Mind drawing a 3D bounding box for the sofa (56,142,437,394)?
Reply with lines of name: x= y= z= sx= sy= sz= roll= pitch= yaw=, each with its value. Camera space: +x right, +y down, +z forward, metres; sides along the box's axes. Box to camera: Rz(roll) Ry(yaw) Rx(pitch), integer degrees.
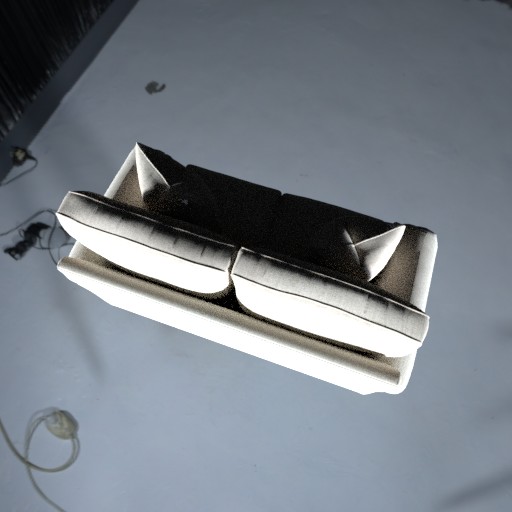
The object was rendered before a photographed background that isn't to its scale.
sofa: x=0.000 y=0.000 z=2.288 sx=1.701 sy=0.966 sz=0.966 roll=18 pitch=65 yaw=8
